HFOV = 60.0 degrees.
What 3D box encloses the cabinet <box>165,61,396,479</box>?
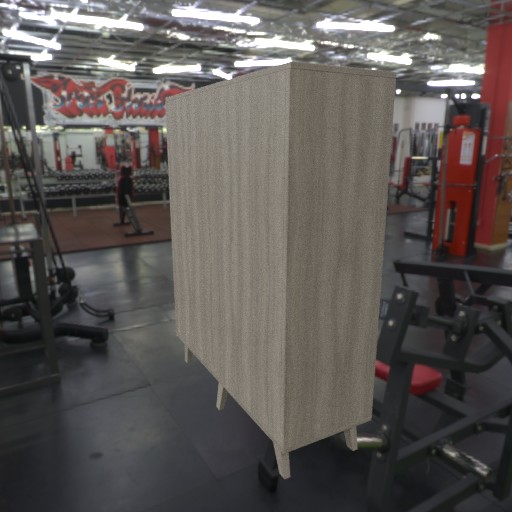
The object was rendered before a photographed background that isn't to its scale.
[{"bbox_3d":[0.000,0.000,1.942,0.398,1.388,1.111,-8,16,-28],"label":"cabinet"}]
